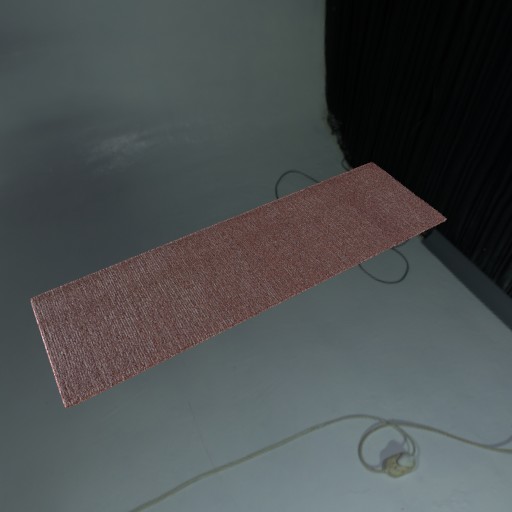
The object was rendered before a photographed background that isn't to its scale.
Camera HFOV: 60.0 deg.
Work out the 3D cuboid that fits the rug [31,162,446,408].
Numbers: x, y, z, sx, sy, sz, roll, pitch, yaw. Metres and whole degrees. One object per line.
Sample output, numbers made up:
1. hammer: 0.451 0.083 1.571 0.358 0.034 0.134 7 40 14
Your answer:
1. rug: 0.000 0.000 2.490 2.307 0.012 0.687 -24 52 -20
